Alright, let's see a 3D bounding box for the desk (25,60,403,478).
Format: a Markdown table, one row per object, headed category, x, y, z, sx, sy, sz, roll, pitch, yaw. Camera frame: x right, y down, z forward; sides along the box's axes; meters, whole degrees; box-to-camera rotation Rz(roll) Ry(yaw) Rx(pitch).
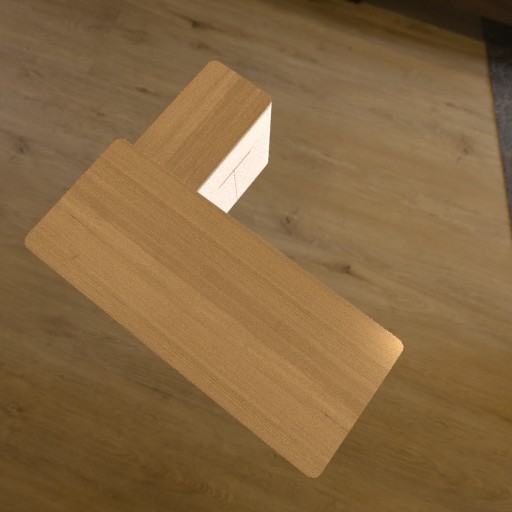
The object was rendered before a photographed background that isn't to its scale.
| category | x | y | z | sx | sy | sz | roll | pitch | yaw |
| --- | --- | --- | --- | --- | --- | --- | --- | --- | --- |
| desk | 0.000 | 0.000 | 2.098 | 1.400 | 0.770 | 1.175 | 37 | 79 | 8 |
